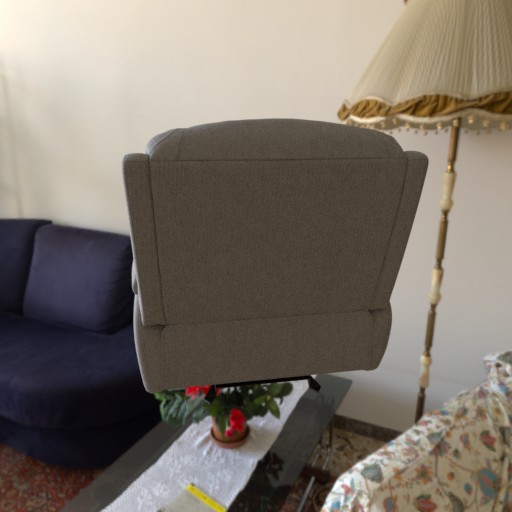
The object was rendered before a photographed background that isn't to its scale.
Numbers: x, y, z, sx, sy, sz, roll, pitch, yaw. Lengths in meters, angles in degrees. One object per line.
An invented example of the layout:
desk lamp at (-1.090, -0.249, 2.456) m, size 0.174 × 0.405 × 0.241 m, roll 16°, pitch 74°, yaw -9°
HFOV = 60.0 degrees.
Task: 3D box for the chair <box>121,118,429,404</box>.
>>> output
chair at (0.000, 0.000, 1.729) m, size 0.930 × 1.011 × 0.899 m, roll -3°, pitch 16°, yaw -10°
